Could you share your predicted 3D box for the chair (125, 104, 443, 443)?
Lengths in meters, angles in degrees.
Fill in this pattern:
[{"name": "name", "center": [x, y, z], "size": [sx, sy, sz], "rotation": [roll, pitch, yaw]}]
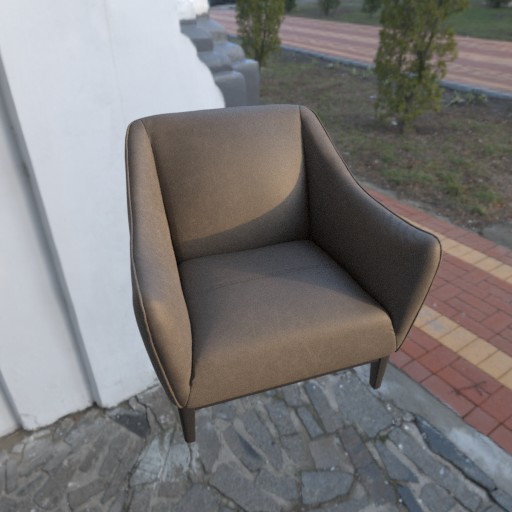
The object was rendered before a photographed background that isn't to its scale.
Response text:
[{"name": "chair", "center": [0.000, 0.000, 1.563], "size": [0.871, 0.830, 0.852], "rotation": [-10, 34, -16]}]
